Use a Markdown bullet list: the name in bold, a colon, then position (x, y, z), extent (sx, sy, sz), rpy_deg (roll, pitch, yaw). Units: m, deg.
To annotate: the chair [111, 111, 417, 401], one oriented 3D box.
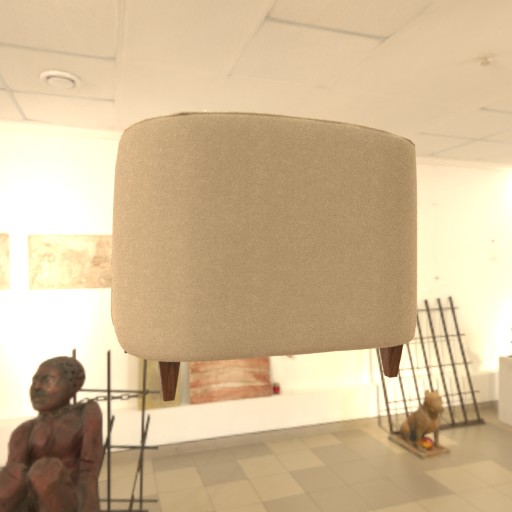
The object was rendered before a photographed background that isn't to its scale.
- **chair**: position (0.000, 0.000, 1.780), extent (1.104, 0.852, 0.941), rpy_deg (0, 0, -19)
